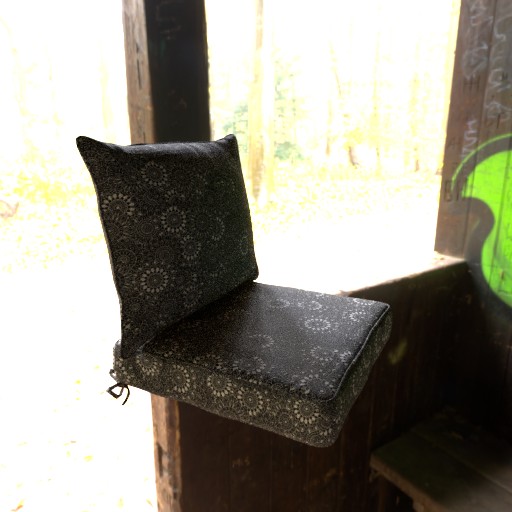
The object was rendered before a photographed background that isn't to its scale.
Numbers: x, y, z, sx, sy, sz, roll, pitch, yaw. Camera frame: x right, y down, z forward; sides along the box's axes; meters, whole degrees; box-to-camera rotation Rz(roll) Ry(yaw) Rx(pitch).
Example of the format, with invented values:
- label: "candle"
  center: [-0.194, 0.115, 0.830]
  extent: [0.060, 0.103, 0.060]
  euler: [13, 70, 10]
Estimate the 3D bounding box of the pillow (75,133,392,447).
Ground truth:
- label: "pillow"
  center: [0.000, 0.000, 1.355]
  extent: [0.740, 0.722, 0.798]
  euler: [8, 17, 26]
